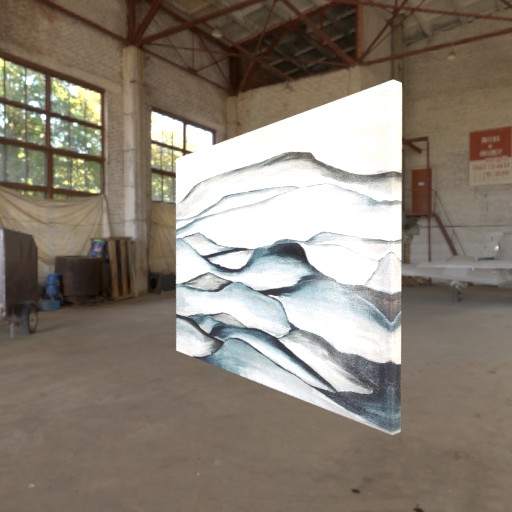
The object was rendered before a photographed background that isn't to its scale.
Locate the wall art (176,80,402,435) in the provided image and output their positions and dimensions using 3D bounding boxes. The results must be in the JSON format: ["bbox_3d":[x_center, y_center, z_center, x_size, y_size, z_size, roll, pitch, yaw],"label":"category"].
[{"bbox_3d":[0.000,0.000,1.635,0.039,0.915,1.219,0,1,-37],"label":"wall art"}]
